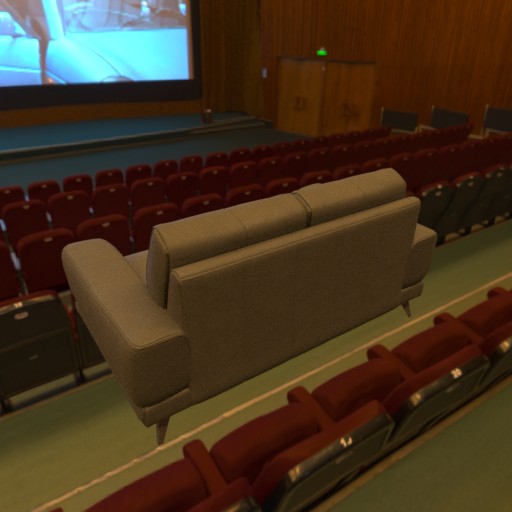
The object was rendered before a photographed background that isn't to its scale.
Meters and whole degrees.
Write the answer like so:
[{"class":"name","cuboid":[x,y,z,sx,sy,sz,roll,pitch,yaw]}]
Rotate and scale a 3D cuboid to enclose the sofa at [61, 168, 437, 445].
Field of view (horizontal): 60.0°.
[{"class":"sofa","cuboid":[0.000,0.000,2.402,1.806,0.907,1.018,-18,33,-30]}]
